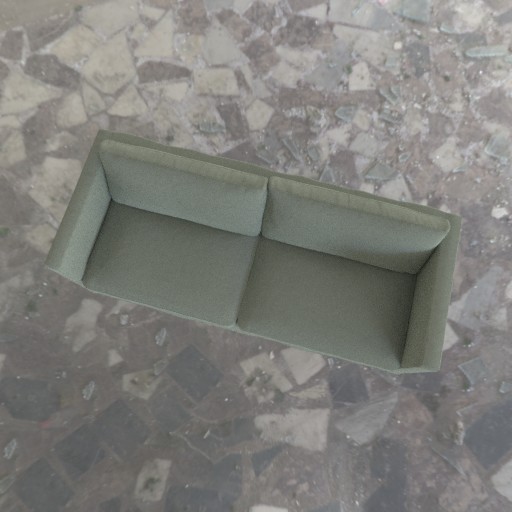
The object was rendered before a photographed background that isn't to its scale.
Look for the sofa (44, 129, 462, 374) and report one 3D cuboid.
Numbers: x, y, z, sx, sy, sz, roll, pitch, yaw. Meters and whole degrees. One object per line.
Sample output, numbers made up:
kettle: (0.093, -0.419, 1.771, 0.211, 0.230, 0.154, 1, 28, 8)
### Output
sofa: (0.000, 0.000, 2.841, 2.312, 0.853, 0.962, 14, 75, 4)
